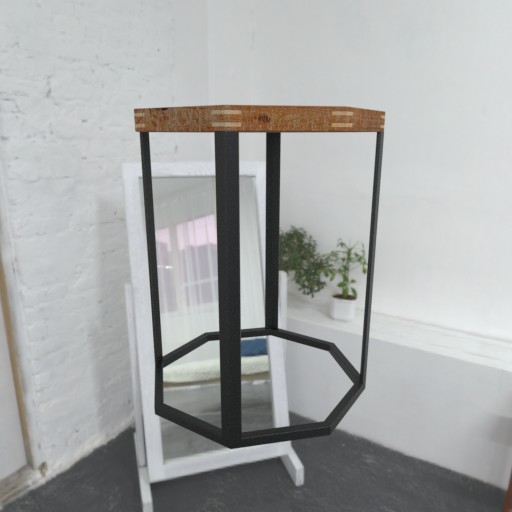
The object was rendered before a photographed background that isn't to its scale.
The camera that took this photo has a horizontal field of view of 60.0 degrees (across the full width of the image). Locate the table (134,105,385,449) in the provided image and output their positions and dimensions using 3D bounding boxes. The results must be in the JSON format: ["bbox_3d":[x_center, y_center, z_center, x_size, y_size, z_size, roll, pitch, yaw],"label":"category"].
[{"bbox_3d":[0.000,0.000,0.882,0.458,0.543,0.458,3,16,10],"label":"table"}]
